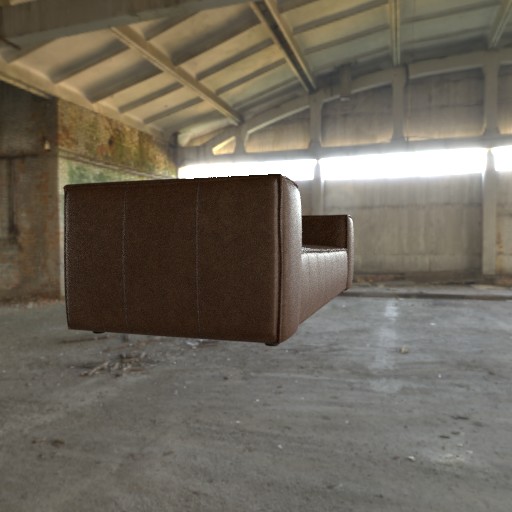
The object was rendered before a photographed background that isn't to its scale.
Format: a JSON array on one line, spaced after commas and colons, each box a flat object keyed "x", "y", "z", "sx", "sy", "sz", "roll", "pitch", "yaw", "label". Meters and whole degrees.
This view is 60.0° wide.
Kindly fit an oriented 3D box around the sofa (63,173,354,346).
[{"x": 0.000, "y": 0.000, "z": 3.054, "sx": 1.102, "sy": 0.701, "sz": 2.581, "roll": 0, "pitch": 1, "yaw": 18, "label": "sofa"}]
